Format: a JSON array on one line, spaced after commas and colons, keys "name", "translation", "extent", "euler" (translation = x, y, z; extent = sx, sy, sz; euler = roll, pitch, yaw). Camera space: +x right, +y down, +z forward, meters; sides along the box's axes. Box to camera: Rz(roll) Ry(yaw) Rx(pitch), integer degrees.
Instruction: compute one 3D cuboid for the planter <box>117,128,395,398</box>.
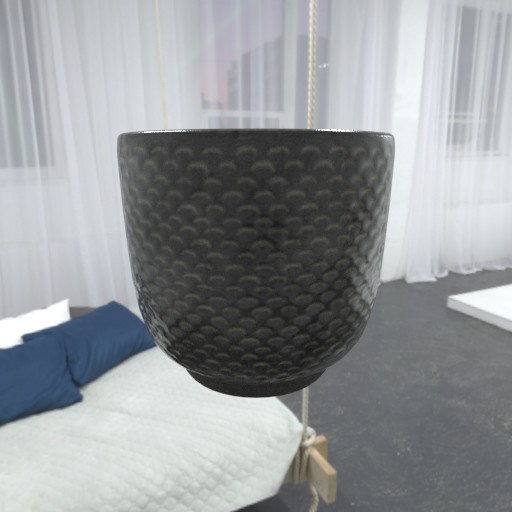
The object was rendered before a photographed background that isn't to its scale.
[{"name": "planter", "translation": [0.000, 0.000, 0.245], "extent": [0.140, 0.129, 0.140], "euler": [0, 13, 0]}]
